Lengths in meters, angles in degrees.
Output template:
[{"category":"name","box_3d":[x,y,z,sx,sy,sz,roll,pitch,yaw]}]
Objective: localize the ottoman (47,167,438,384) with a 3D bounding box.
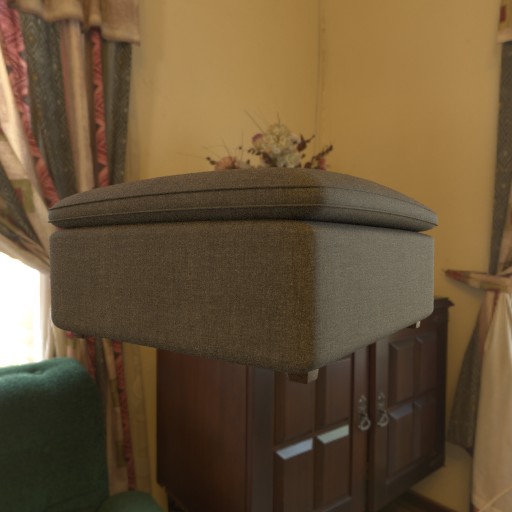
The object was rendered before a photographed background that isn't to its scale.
[{"category":"ottoman","box_3d":[0.000,0.000,1.646,1.067,0.559,1.067,1,1,36]}]
